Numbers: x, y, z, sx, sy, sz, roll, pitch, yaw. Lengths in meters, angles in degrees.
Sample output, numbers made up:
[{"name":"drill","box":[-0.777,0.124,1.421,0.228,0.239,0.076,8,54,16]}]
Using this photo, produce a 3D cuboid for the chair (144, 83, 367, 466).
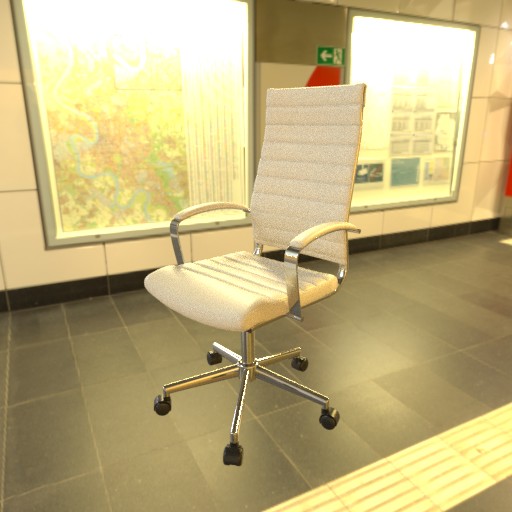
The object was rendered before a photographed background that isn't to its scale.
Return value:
[{"name":"chair","box":[0.000,0.000,1.557,0.679,1.149,0.679,15,23,41]}]
